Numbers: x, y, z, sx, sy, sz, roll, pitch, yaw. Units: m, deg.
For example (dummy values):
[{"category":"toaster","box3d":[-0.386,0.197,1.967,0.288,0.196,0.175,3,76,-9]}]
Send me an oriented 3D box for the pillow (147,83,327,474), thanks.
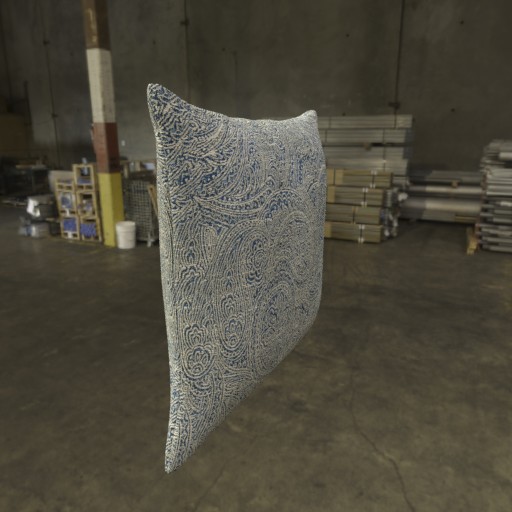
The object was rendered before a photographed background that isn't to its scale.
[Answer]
[{"category":"pillow","box3d":[0.000,0.000,0.771,0.166,0.510,0.523,8,16,26]}]
